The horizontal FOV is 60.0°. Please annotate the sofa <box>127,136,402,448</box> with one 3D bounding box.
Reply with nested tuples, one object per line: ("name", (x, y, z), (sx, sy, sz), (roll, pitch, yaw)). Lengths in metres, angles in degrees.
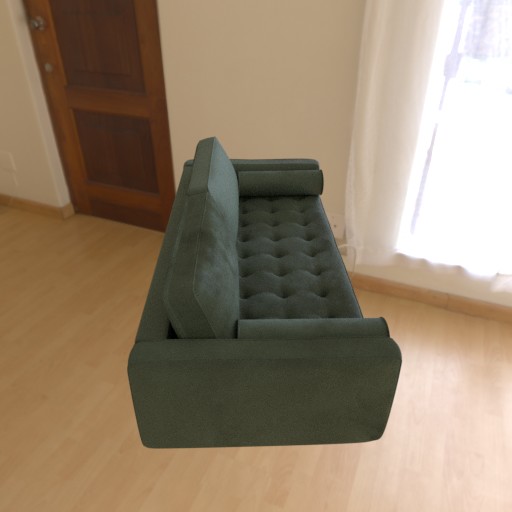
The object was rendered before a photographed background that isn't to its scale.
("sofa", (0.000, 0.000, 2.296), (0.916, 0.772, 1.880), (-1, 32, -2))
